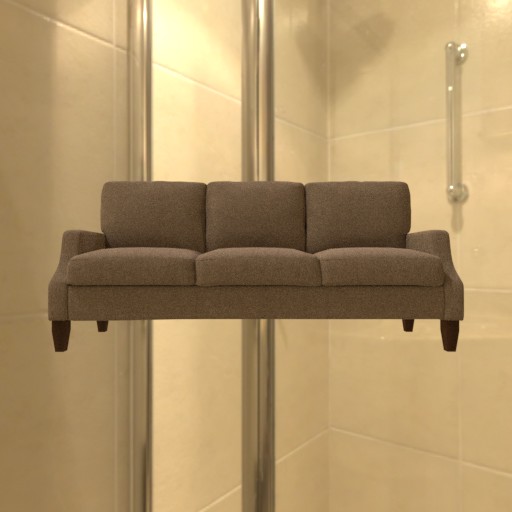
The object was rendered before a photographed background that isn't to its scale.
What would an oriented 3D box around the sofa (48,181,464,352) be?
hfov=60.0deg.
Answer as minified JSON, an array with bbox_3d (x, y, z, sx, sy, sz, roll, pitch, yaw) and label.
[{"bbox_3d":[0.000,0.000,2.645,2.115,0.984,0.888,0,0,0],"label":"sofa"}]
